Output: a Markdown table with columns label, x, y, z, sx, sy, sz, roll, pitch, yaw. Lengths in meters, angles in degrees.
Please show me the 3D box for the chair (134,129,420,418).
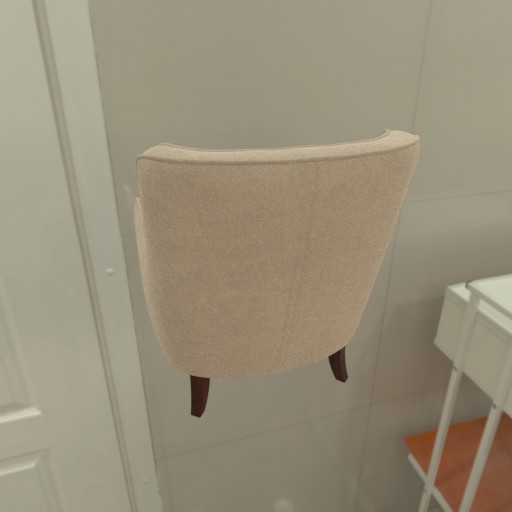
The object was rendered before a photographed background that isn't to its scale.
| label | x | y | z | sx | sy | sz | roll | pitch | yaw |
| --- | --- | --- | --- | --- | --- | --- | --- | --- | --- |
| chair | 0.000 | 0.000 | 1.559 | 0.781 | 0.920 | 0.910 | -8 | 27 | -16 |
